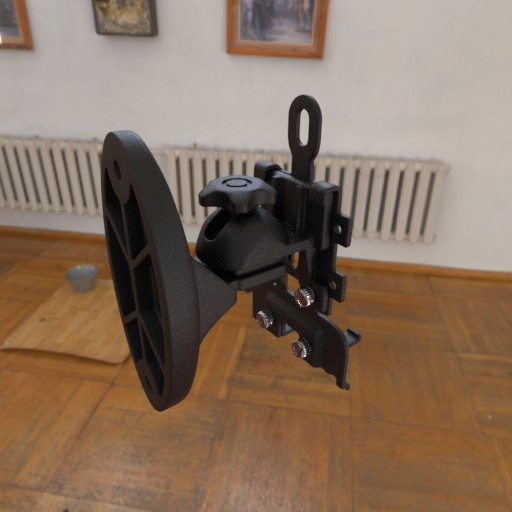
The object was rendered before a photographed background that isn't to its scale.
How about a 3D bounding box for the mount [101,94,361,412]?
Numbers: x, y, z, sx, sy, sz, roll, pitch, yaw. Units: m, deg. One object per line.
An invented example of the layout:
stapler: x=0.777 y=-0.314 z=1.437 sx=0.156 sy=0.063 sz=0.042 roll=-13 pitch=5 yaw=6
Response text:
mount: x=0.000 y=0.000 z=0.175 sx=0.100 sy=0.118 sz=0.066 roll=-18 pitch=32 yaw=-31
